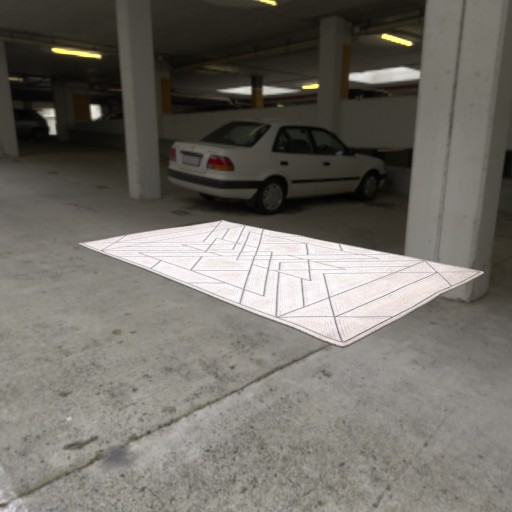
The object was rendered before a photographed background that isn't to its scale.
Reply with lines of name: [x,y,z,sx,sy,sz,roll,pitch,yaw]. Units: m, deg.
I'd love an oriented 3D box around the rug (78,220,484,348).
rug: [0.000,0.000,1.071,0.511,0.008,0.869,-14,20,-42]
